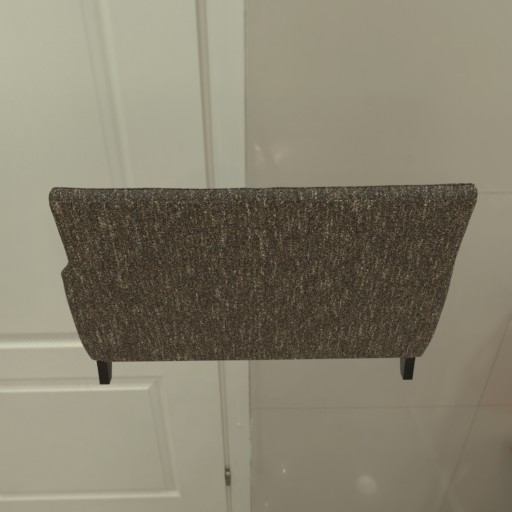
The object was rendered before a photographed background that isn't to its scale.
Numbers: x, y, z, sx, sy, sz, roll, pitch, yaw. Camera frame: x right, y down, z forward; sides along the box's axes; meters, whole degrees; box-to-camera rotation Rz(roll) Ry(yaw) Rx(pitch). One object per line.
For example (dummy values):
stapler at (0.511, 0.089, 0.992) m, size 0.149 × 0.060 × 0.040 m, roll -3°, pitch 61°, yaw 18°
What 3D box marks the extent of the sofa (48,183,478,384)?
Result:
sofa at (0.000, 0.000, 2.007) m, size 1.519 × 0.946 × 0.801 m, roll -1°, pitch 30°, yaw -1°
